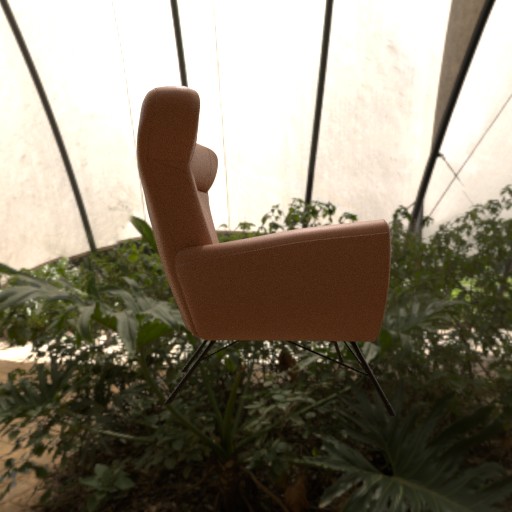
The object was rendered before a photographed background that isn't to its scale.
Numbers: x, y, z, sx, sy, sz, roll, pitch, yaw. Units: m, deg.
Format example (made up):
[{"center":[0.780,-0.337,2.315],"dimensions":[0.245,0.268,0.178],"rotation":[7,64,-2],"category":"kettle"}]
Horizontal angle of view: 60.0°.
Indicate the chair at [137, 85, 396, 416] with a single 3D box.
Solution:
[{"center":[0.000,0.000,1.798],"dimensions":[0.900,1.050,0.980],"rotation":[0,0,-2],"category":"chair"}]
